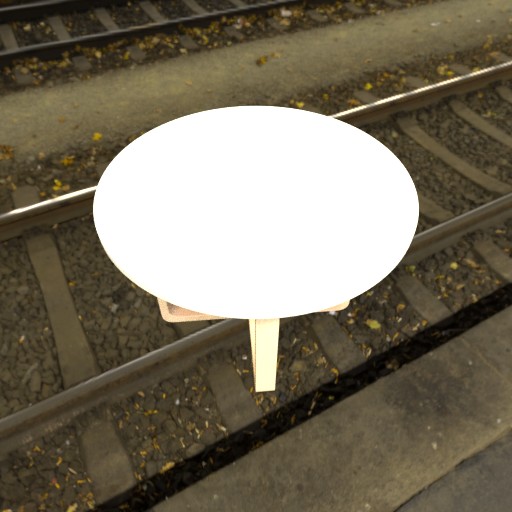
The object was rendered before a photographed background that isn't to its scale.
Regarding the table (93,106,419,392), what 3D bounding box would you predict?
[{"bbox_3d":[0.000,0.000,0.987,0.600,0.400,0.600,0,47,0],"label":"table"}]
